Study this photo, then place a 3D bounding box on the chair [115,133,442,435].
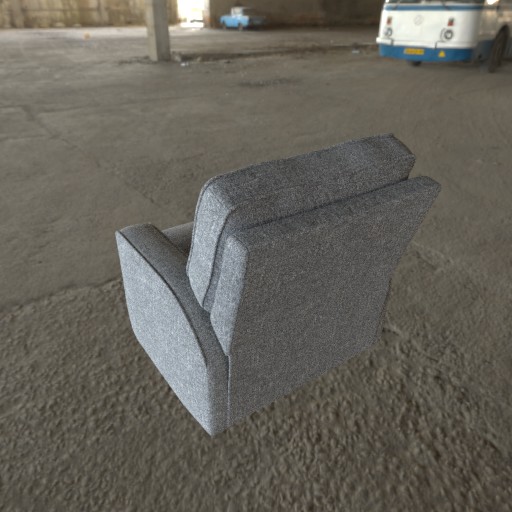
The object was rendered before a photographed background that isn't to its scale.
[{"bbox_3d":[0.000,0.000,1.699,0.861,0.962,0.964,-19,35,-30],"label":"chair"}]
